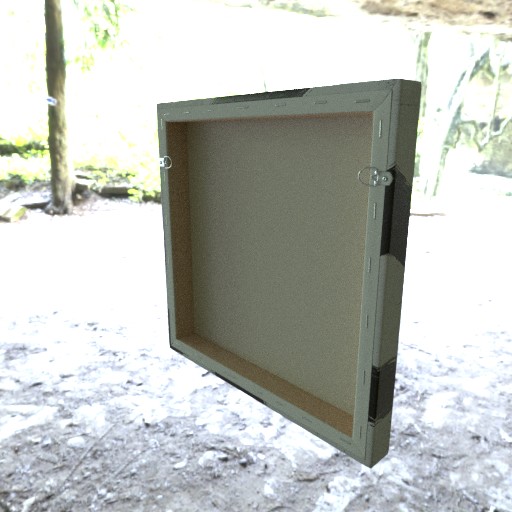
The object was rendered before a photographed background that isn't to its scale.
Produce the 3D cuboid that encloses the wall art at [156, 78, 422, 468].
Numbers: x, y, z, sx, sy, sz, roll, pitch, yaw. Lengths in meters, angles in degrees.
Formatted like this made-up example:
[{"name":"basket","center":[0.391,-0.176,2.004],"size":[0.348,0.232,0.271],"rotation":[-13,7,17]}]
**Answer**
[{"name":"wall art","center":[0.000,0.000,0.738],"size":[0.050,0.508,0.507],"rotation":[-14,20,-42]}]
